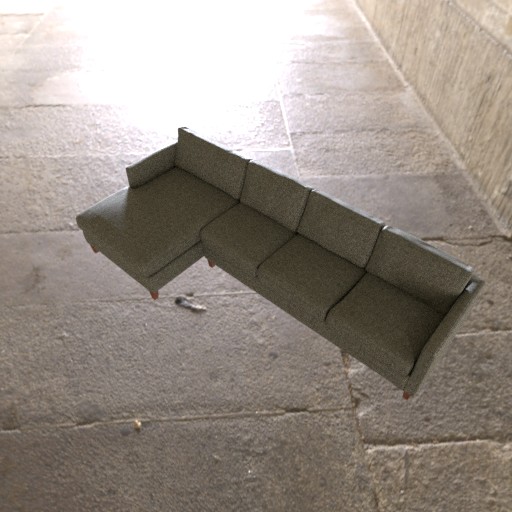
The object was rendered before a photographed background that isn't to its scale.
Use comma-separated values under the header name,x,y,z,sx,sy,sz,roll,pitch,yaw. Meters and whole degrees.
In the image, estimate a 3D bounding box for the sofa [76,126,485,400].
name,x,y,z,sx,sy,sz,roll,pitch,yaw
sofa,0.000,0.000,4.073,3.485,0.960,1.635,32,53,27
